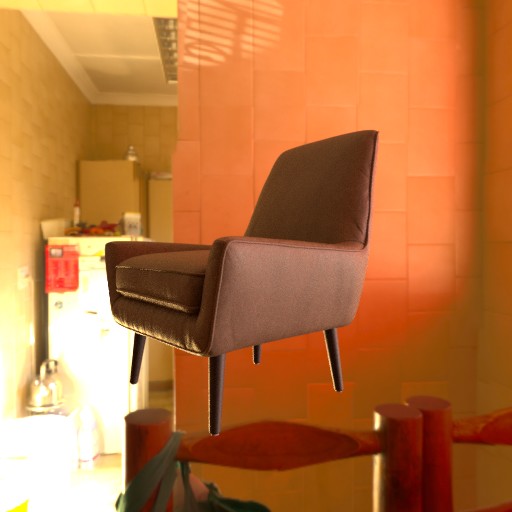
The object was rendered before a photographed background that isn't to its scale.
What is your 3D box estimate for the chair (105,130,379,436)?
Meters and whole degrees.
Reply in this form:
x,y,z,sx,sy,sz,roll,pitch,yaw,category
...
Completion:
x,y,z,sx,sy,sz,roll,pitch,yaw,category
0.000,0.000,1.519,0.824,0.888,0.787,-1,1,-37,chair
